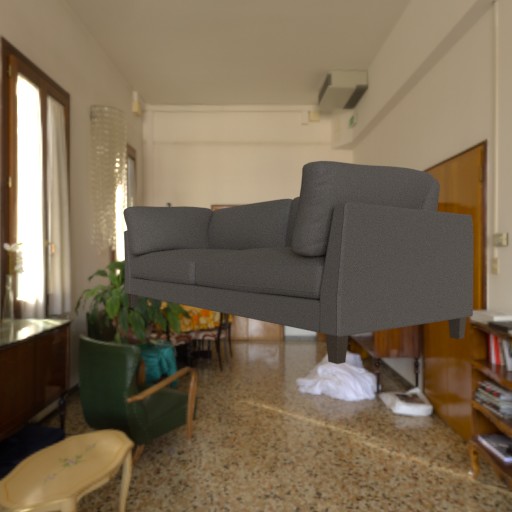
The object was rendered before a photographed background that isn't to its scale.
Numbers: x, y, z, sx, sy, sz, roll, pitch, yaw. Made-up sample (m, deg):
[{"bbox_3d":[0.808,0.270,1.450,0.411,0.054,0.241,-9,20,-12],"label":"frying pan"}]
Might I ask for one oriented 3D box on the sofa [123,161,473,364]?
[{"bbox_3d":[0.000,0.000,2.766,0.969,0.792,2.312,0,0,-36],"label":"sofa"}]
